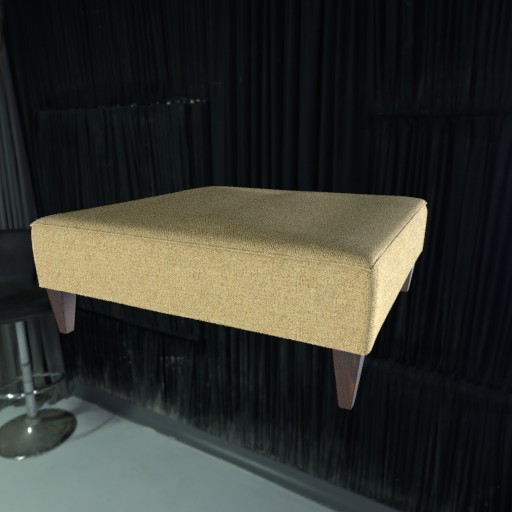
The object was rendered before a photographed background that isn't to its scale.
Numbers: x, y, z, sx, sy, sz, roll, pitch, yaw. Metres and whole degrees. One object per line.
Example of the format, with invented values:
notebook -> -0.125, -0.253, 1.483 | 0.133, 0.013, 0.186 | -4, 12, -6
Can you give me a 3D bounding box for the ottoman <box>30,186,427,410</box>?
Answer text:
ottoman -> 0.000, 0.000, 1.502 | 0.981, 0.378, 0.970 | 7, 17, 25
